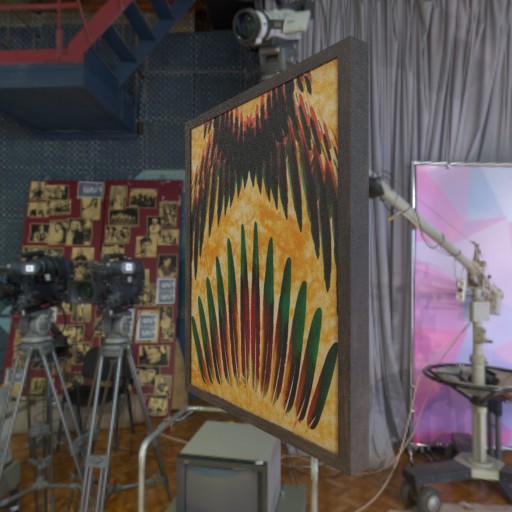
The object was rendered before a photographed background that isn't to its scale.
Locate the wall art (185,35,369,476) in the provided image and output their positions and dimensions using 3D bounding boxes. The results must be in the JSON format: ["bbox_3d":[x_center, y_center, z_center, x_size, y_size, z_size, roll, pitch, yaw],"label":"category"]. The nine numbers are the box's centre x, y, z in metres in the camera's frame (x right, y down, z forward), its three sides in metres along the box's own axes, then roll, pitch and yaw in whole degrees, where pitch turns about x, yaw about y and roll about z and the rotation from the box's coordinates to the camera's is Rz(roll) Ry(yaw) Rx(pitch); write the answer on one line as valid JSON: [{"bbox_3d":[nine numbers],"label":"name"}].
[{"bbox_3d":[0.000,0.000,0.548,0.027,0.406,0.329,0,0,-36],"label":"wall art"}]
